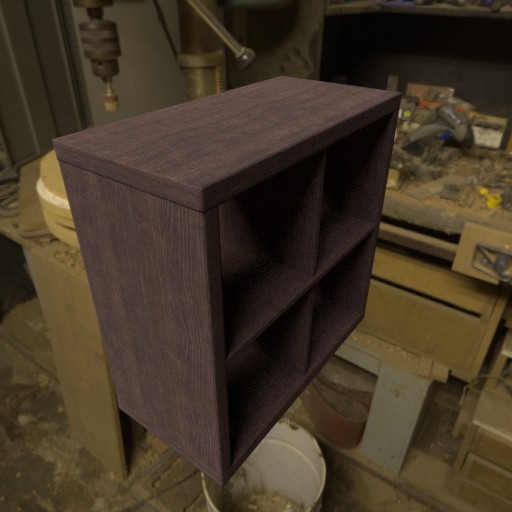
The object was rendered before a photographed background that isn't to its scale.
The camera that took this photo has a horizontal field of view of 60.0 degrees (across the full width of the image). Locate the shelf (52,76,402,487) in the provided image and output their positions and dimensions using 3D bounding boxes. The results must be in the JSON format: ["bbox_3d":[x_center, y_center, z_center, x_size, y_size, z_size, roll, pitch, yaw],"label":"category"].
[{"bbox_3d":[0.000,0.000,1.233,0.390,0.786,0.790,22,38,30],"label":"shelf"}]
